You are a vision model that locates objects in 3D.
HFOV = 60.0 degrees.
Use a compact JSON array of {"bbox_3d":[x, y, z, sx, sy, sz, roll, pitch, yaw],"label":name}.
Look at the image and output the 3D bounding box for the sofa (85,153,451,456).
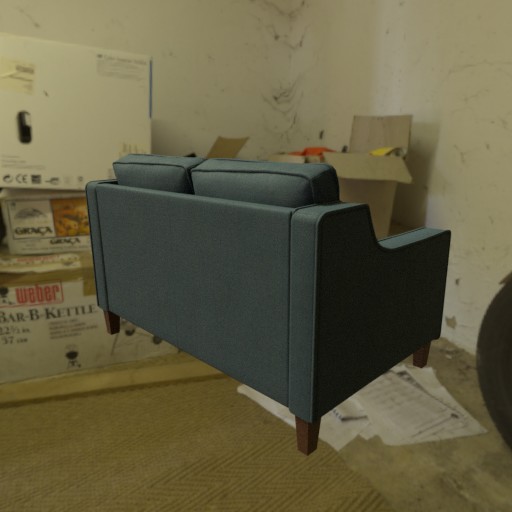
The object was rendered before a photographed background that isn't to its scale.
[{"bbox_3d":[0.000,0.000,2.171,0.987,0.971,1.501,-14,20,-43],"label":"sofa"}]
